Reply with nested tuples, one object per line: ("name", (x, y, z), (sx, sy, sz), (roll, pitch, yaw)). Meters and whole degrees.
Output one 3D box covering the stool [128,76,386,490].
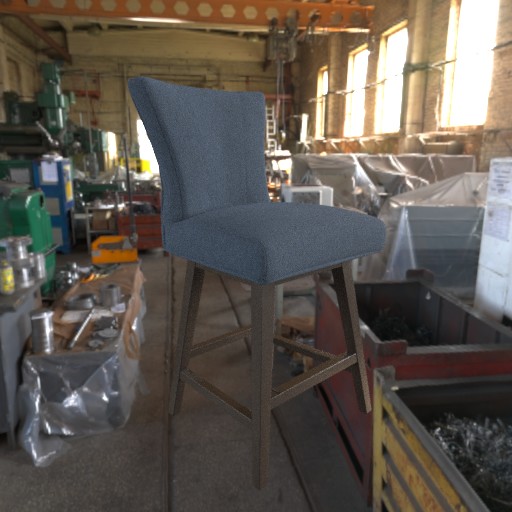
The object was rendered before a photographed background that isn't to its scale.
("stool", (0.000, 0.000, 1.314), (0.514, 1.000, 0.574), (-12, 18, -42))
